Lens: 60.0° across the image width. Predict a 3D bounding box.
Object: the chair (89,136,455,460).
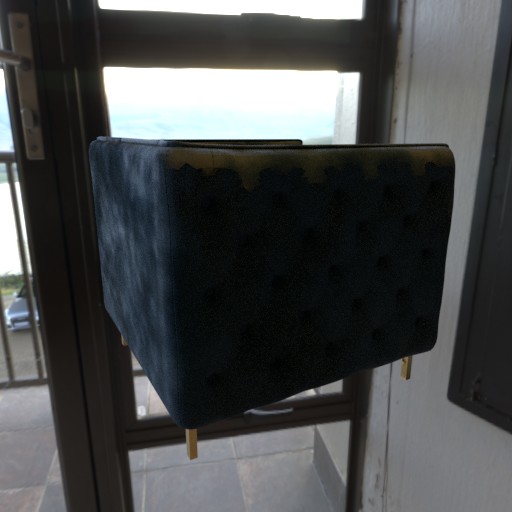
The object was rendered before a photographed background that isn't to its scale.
[{"bbox_3d":[0.000,0.000,1.480,0.877,0.771,0.868,-9,18,-28],"label":"chair"}]
